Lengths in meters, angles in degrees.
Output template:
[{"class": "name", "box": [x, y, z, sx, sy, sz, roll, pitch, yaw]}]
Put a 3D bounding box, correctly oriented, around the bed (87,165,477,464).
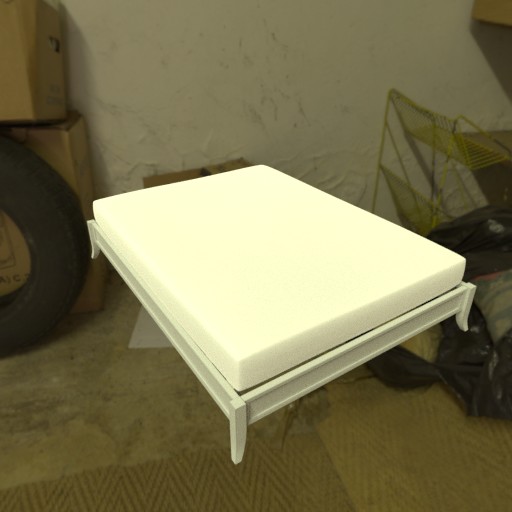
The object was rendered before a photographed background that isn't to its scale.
[{"class": "bed", "box": [0.000, 0.000, 2.868, 1.604, 0.510, 2.108, -18, 34, -29]}]
